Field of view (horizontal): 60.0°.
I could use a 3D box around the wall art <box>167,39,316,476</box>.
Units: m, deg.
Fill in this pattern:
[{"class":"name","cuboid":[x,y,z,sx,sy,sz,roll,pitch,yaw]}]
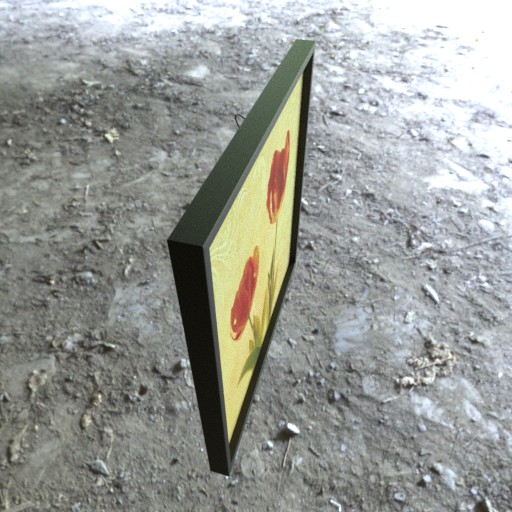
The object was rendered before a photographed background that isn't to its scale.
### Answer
[{"class":"wall art","cuboid":[0.000,0.000,0.496,0.038,0.349,0.349,11,45,11]}]
